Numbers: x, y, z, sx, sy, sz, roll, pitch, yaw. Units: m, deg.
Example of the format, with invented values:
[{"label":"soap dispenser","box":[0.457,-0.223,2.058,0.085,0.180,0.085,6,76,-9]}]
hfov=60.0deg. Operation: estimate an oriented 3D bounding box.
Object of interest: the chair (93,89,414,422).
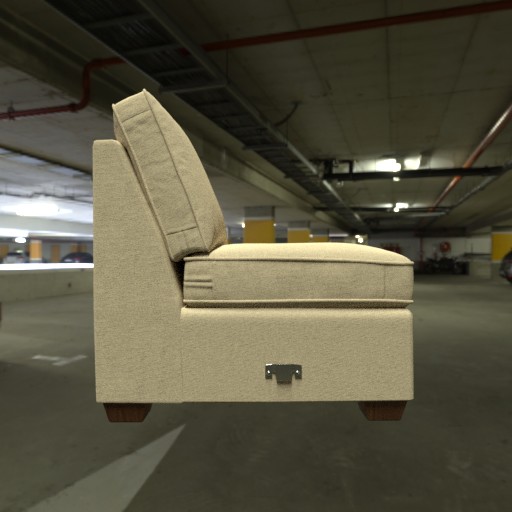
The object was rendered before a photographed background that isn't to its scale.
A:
[{"label":"chair","box":[0.000,0.000,1.559,0.938,0.970,0.621,0,0,-1]}]
